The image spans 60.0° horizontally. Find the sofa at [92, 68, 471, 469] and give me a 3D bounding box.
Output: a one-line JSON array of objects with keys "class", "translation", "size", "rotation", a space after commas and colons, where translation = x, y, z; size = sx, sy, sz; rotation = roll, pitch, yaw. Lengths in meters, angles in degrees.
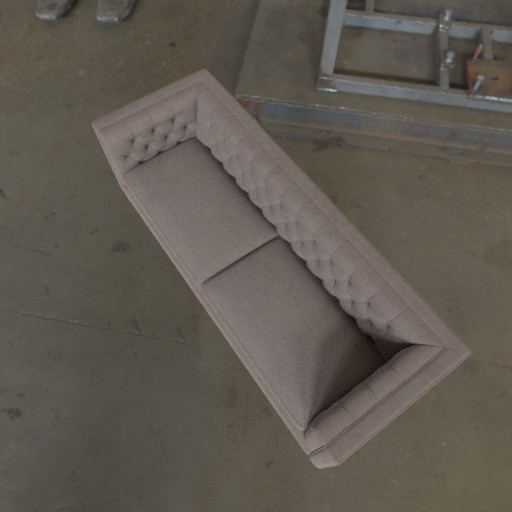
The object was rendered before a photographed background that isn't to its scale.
[{"class": "sofa", "translation": [0.000, 0.000, 2.541], "size": [0.775, 0.762, 2.159], "rotation": [-32, 68, -15]}]
